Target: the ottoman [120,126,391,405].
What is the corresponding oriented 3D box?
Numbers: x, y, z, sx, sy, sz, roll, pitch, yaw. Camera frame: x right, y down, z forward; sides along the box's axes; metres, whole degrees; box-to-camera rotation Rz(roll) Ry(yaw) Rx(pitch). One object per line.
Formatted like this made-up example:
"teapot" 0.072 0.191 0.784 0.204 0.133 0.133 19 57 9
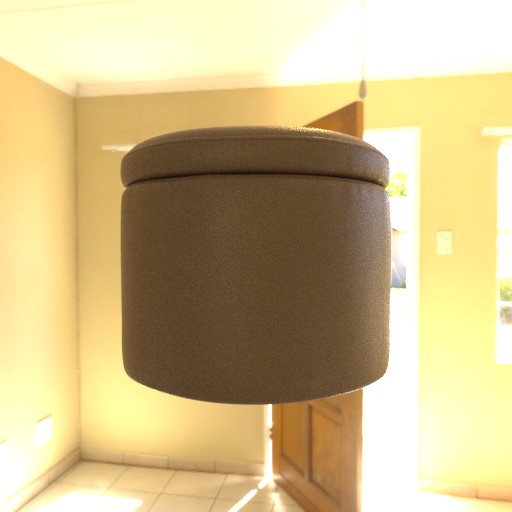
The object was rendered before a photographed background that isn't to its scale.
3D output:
"ottoman" 0.000 0.000 0.856 0.500 0.409 0.500 0 1 0
